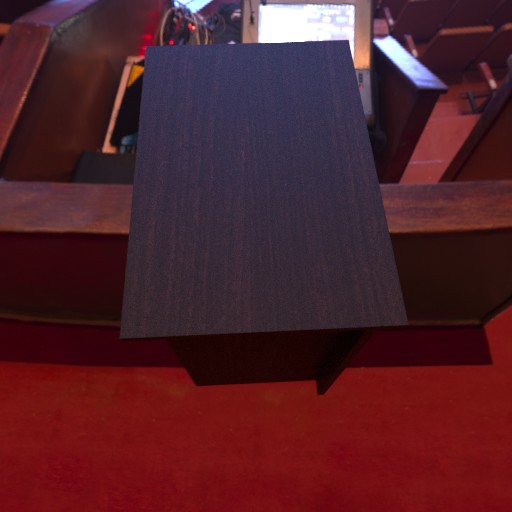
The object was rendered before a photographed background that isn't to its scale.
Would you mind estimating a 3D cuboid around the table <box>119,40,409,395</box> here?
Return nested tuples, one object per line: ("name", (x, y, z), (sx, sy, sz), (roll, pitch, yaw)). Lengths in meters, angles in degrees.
("table", (0.000, 0.000, 1.066), (0.406, 0.711, 0.591), (-2, 64, -1))
